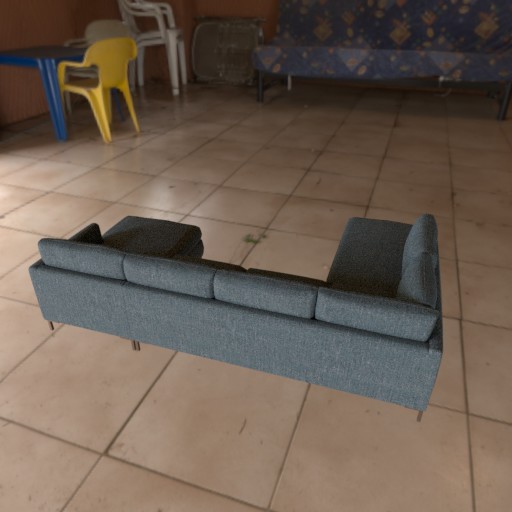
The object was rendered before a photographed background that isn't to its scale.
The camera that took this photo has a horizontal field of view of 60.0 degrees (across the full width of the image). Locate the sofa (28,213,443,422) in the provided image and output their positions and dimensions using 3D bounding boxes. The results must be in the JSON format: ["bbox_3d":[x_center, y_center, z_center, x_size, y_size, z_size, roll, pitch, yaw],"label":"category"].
[{"bbox_3d":[0.000,0.000,3.521,2.737,0.753,1.879,10,32,16],"label":"sofa"}]
